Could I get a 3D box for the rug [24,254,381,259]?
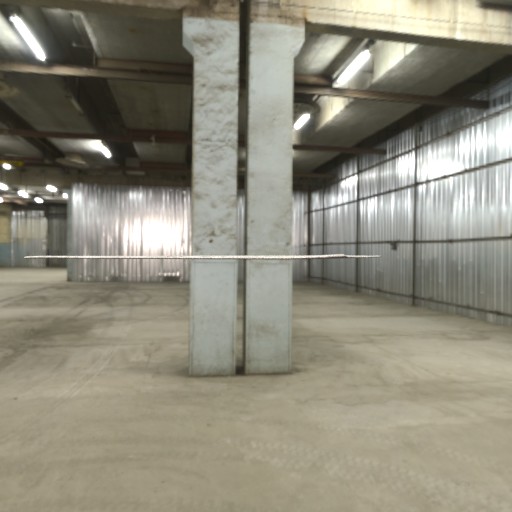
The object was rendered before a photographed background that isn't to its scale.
[{"bbox_3d":[0.000,0.000,3.045,1.527,0.021,2.447,0,0,19],"label":"rug"}]
